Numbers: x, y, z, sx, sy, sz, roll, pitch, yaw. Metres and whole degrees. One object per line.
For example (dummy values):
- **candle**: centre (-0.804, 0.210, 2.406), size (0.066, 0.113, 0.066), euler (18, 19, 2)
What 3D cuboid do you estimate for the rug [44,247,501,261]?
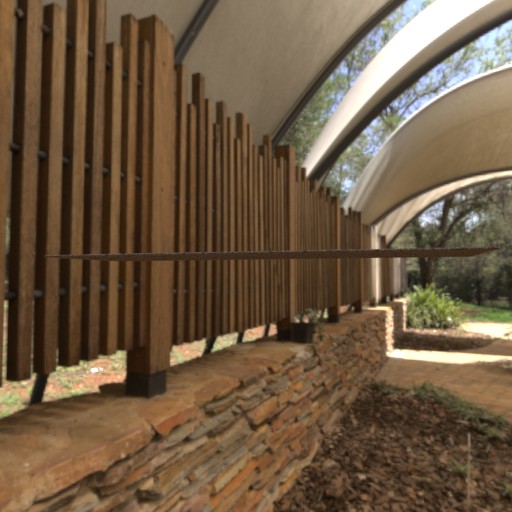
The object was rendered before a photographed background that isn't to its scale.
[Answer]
- **rug**: centre (0.000, 0.000, 2.463), size (2.296, 0.011, 0.691), euler (-1, -3, 18)
